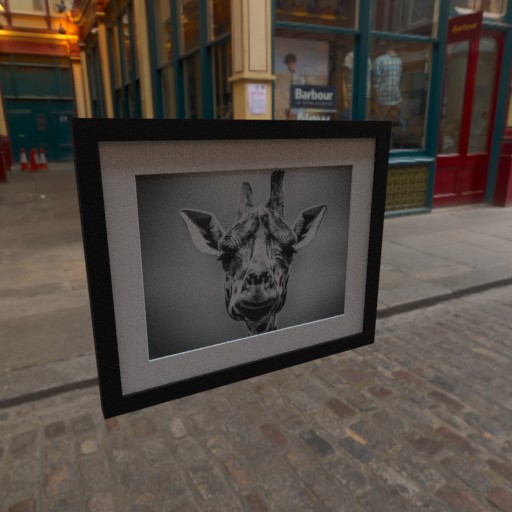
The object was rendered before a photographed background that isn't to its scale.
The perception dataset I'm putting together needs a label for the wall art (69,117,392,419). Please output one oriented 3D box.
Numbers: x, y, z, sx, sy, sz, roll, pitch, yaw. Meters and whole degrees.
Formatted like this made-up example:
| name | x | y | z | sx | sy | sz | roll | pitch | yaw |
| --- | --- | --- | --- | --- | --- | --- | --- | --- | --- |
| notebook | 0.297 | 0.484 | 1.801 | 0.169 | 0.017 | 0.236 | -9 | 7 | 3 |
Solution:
| name | x | y | z | sx | sy | sz | roll | pitch | yaw |
| --- | --- | --- | --- | --- | --- | --- | --- | --- | --- |
| wall art | 0.000 | 0.000 | 0.777 | 0.558 | 0.457 | 0.031 | -8 | 18 | -27 |
